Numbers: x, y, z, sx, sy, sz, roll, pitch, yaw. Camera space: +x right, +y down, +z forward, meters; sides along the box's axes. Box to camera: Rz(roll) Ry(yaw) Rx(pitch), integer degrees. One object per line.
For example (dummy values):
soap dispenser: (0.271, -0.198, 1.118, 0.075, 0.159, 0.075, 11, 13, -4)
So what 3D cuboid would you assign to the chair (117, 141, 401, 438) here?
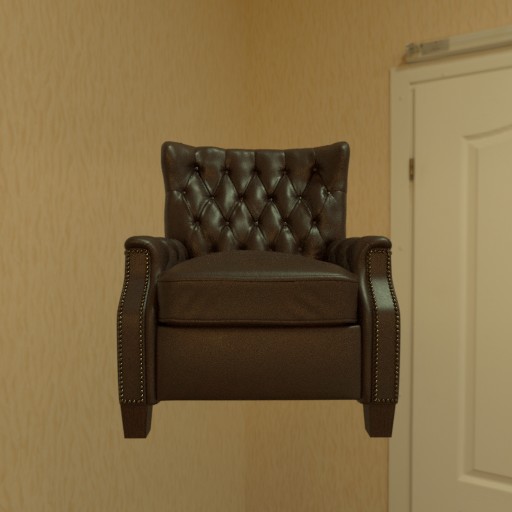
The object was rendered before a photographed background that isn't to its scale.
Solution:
chair: (0.000, 0.000, 1.437, 0.709, 0.864, 0.823, 0, 1, -1)
